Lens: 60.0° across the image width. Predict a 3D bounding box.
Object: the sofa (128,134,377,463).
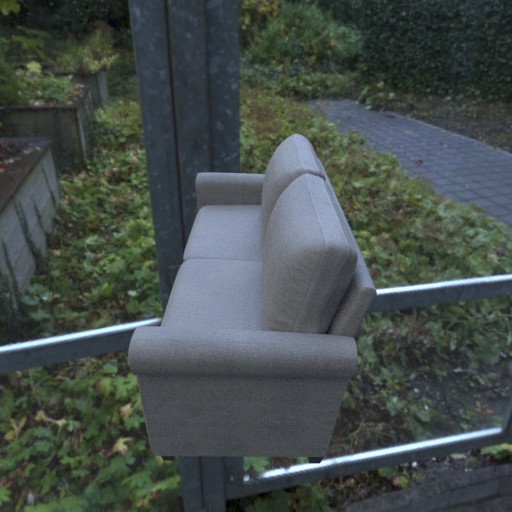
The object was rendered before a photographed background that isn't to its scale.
[{"bbox_3d":[0.000,0.000,2.366,0.842,0.942,1.935,0,28,0],"label":"sofa"}]
